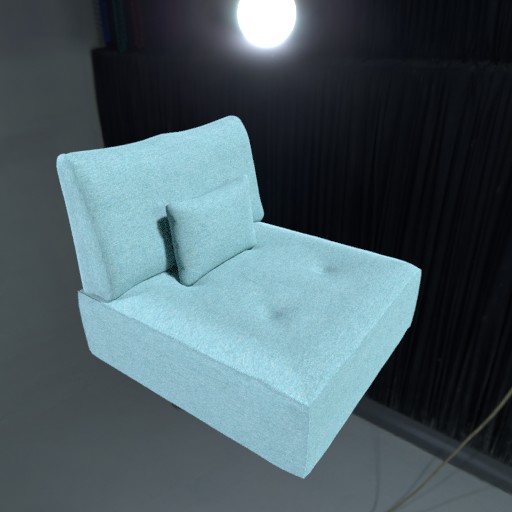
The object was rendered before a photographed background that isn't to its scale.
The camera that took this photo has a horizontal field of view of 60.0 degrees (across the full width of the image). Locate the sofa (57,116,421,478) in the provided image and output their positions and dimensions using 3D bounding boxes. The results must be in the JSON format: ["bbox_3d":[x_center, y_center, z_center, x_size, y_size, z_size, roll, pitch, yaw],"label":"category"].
[{"bbox_3d":[0.000,0.000,1.669,1.000,0.820,0.930,18,32,31],"label":"sofa"}]
